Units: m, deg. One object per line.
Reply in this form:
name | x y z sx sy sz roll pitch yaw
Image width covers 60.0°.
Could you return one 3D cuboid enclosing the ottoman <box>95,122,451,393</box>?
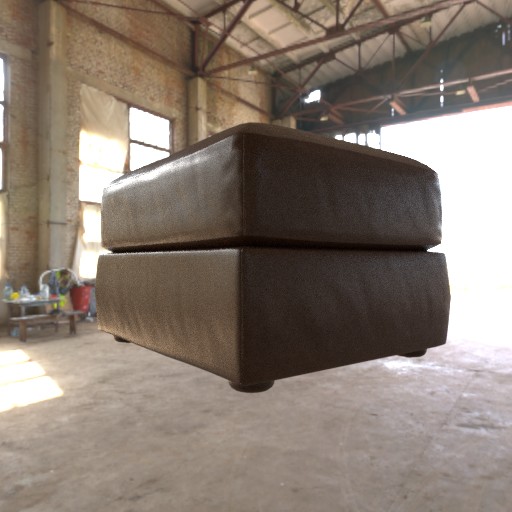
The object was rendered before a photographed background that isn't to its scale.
ottoman | 0.000 0.000 1.140 0.603 0.476 0.751 1 -1 -37
